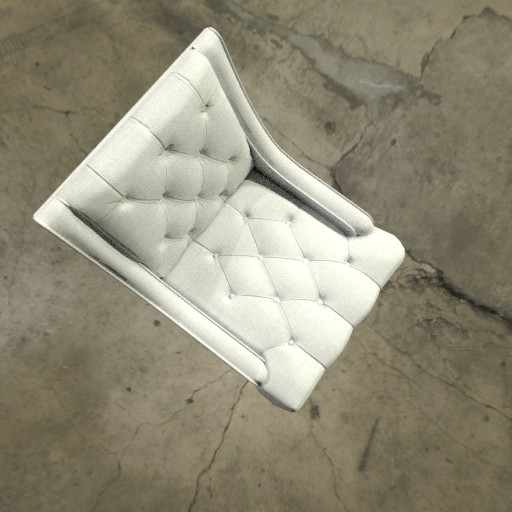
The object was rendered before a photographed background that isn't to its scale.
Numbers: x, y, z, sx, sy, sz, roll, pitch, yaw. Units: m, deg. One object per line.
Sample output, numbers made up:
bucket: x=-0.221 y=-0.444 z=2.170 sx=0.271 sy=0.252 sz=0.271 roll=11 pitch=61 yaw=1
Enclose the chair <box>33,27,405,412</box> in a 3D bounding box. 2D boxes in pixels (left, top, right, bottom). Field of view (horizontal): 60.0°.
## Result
chair: x=0.000 y=0.000 z=1.397 sx=0.772 sy=0.891 sz=0.658 roll=36 pitch=79 yaw=8
